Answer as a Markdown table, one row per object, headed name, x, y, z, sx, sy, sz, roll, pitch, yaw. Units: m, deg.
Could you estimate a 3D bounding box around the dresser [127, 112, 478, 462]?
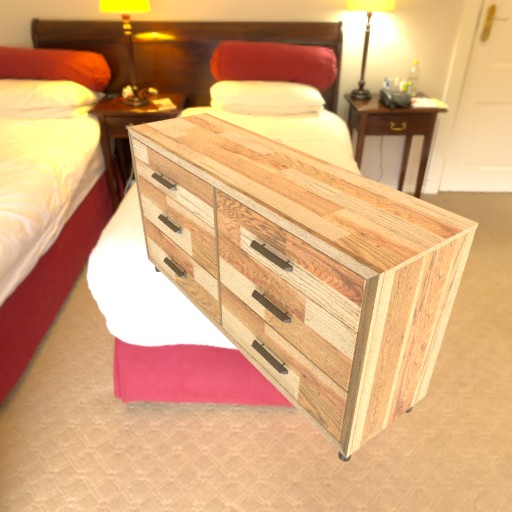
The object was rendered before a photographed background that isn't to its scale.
| name | x | y | z | sx | sy | sz | roll | pitch | yaw |
| --- | --- | --- | --- | --- | --- | --- | --- | --- | --- |
| dresser | 0.000 | 0.000 | 1.934 | 0.487 | 0.834 | 1.547 | -22 | 38 | -30 |
